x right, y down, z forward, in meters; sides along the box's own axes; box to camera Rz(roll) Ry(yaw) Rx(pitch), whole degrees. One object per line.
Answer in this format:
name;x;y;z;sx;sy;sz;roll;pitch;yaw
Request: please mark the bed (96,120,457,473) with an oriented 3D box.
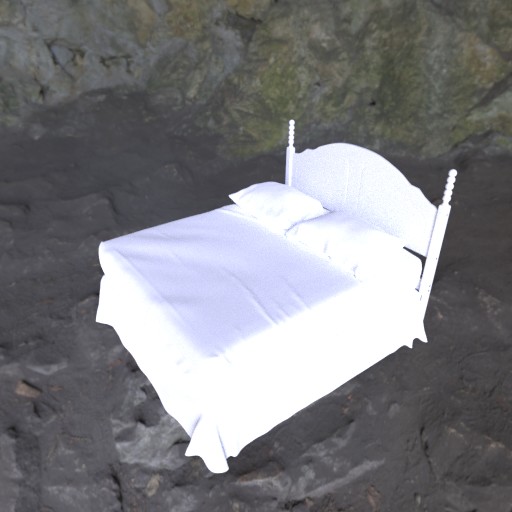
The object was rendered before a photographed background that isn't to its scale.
bed;0.000;0.000;3.228;2.040;1.356;1.873;-20;36;-31
